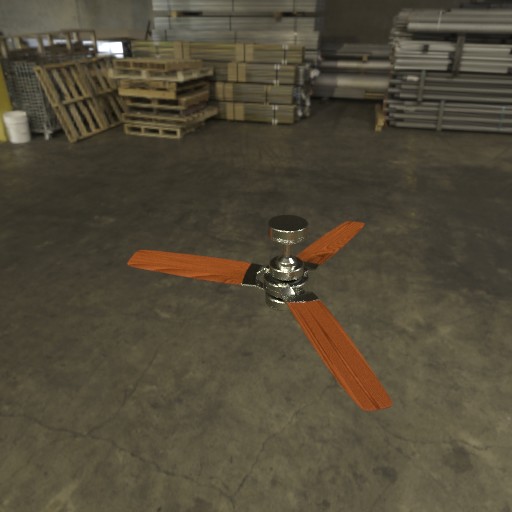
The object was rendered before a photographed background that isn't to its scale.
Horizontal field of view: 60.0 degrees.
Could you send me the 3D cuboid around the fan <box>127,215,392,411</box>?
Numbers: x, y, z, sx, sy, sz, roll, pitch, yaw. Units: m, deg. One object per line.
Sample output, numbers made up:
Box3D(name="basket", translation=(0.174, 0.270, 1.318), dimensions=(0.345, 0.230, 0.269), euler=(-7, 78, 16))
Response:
Box3D(name="fan", translation=(0.000, 0.000, 2.053), dimensions=(1.271, 0.410, 1.416), euler=(8, 30, 14))
